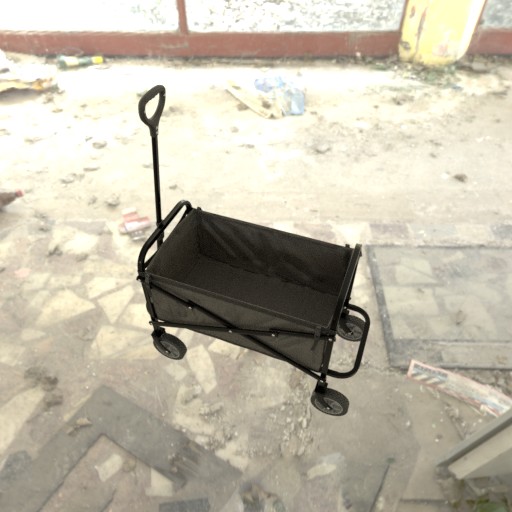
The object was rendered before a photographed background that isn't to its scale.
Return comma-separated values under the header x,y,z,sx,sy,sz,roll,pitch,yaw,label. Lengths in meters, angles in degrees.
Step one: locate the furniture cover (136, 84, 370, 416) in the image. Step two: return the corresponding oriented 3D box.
x,y,z,sx,sy,sz,roll,pitch,yaw,label
0.000,0.000,1.829,1.038,1.295,0.532,15,47,15,furniture cover
